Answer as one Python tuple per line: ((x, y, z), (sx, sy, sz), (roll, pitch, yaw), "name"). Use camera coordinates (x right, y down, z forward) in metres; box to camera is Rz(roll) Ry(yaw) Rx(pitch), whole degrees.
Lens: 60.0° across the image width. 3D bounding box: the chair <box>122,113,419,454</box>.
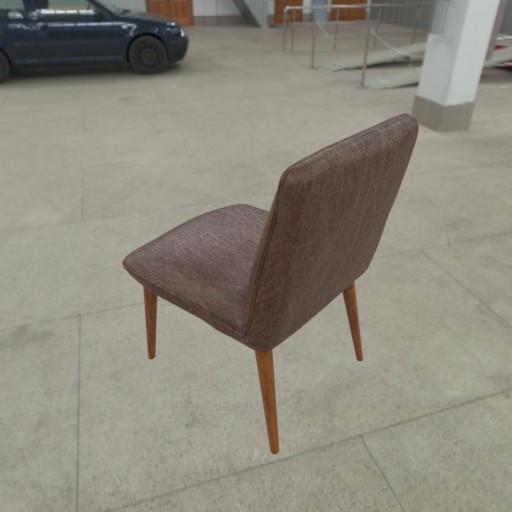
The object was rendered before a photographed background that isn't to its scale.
((0.000, 0.000, 1.245), (0.645, 0.803, 0.543), (22, 39, 30), "chair")
